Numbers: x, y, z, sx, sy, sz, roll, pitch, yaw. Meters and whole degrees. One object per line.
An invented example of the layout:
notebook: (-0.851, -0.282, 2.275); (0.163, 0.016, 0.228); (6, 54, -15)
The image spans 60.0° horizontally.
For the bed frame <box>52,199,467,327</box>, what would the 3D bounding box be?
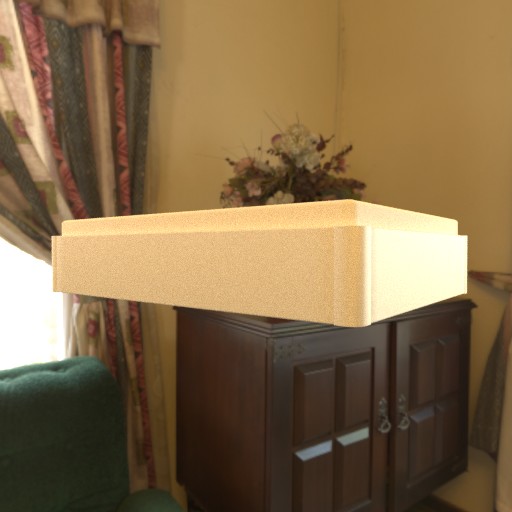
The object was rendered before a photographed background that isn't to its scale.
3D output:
bed frame: (0.000, 0.000, 2.490); (1.900, 0.406, 1.400); (1, 1, 38)
